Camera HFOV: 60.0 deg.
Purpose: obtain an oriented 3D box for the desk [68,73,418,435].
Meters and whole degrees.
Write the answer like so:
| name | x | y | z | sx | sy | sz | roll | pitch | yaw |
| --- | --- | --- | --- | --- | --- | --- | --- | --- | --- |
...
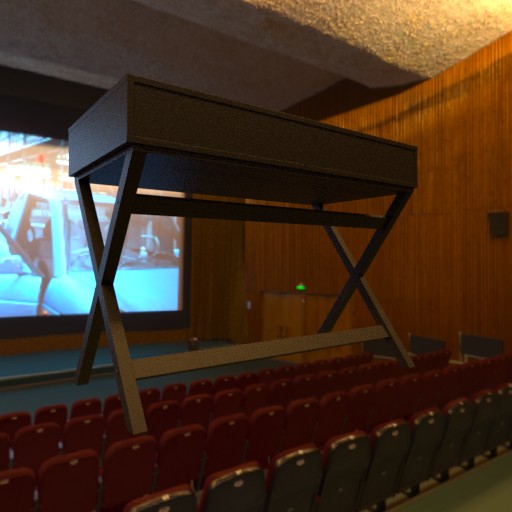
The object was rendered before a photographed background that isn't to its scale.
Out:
| name | x | y | z | sx | sy | sz | roll | pitch | yaw |
| --- | --- | --- | --- | --- | --- | --- | --- | --- | --- |
| desk | 0.000 | 0.000 | 1.466 | 1.057 | 0.780 | 0.504 | 0 | 0 | -36 |
